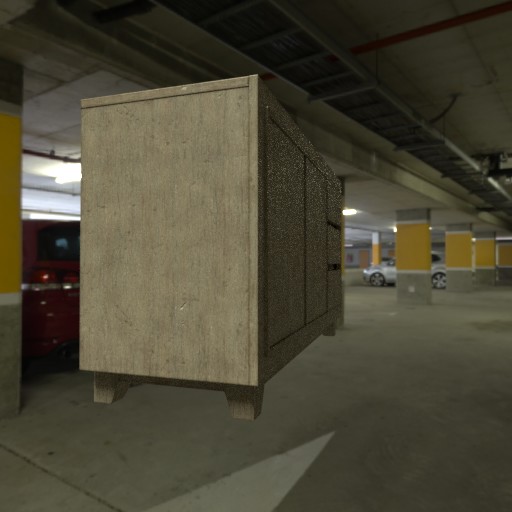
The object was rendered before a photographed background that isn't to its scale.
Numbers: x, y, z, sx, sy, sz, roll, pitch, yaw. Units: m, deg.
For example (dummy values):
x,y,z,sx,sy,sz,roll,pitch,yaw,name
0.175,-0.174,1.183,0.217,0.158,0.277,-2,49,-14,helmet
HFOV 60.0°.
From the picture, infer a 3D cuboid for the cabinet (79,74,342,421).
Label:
x,y,z,sx,sy,sz,roll,pitch,yaw,name
0.000,0.000,1.800,0.511,0.825,1.460,0,-1,18,cabinet
